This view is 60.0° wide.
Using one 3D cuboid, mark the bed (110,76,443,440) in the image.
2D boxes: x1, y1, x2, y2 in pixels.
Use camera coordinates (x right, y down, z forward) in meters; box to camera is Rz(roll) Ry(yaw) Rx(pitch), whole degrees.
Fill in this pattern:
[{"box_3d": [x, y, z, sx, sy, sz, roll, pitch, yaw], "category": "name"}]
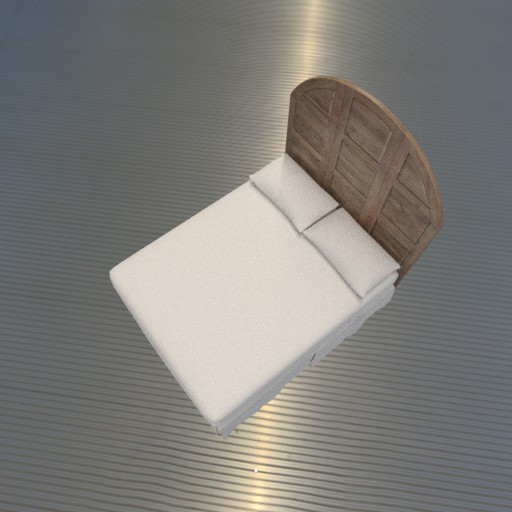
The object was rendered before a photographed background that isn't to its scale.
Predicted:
[{"box_3d": [0.000, 0.000, 3.514, 2.112, 2.002, 1.713, -35, 69, -16], "category": "bed"}]
